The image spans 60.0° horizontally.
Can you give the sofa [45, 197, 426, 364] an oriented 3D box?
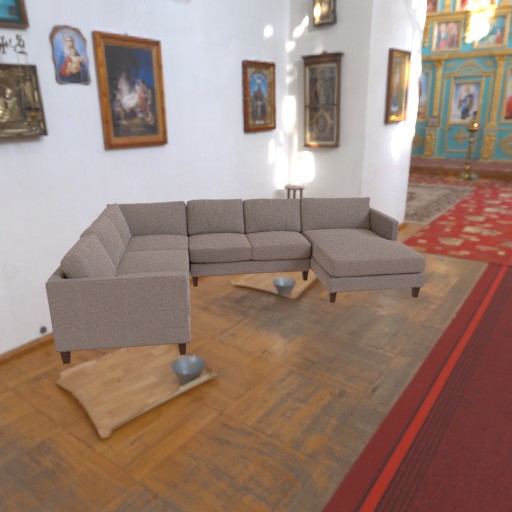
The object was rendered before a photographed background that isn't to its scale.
[{"bbox_3d":[0.000,0.000,4.626,3.438,0.865,2.424,-3,18,-8],"label":"sofa"}]
